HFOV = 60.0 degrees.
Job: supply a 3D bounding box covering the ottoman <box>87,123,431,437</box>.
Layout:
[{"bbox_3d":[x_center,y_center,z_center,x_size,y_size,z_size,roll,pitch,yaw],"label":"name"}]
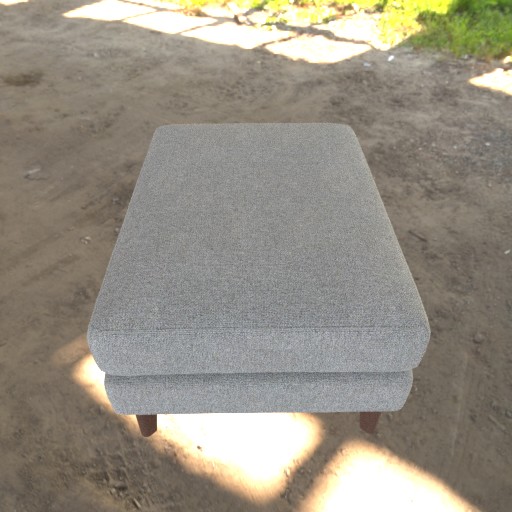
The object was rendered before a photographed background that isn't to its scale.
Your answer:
[{"bbox_3d":[0.000,0.000,1.170,0.611,0.441,0.821,-1,41,-1],"label":"ottoman"}]
